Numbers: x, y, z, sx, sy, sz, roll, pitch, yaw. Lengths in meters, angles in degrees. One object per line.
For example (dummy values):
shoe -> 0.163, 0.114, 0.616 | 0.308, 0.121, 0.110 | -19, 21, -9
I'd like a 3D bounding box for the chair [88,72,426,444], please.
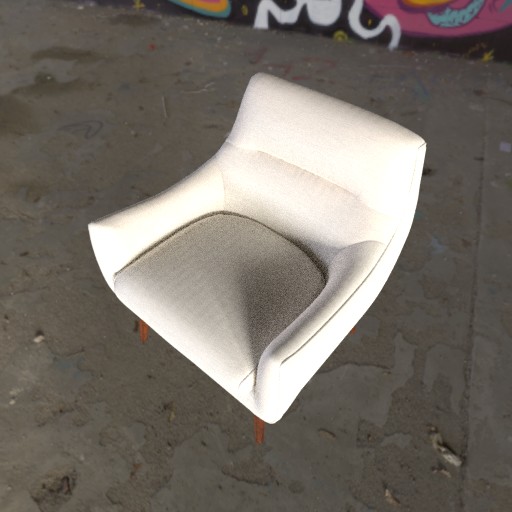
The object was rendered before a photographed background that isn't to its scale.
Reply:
chair -> 0.000, 0.000, 1.450 | 0.762, 0.838, 0.787 | 32, 54, 27
